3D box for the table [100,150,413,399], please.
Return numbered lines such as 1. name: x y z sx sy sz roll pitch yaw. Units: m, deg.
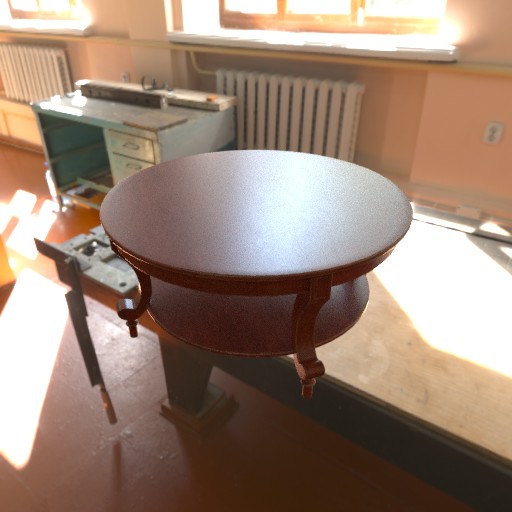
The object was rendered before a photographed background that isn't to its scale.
1. table: 0.000 0.000 1.634 1.029 0.486 1.029 0 30 0
